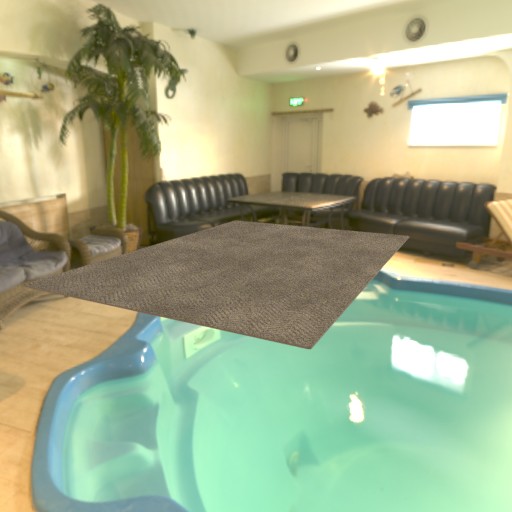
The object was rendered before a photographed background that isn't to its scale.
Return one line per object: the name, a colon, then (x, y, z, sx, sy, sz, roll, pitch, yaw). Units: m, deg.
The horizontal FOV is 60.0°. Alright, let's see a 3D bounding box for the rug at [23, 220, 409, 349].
rug: (0.000, 0.000, 2.924, 1.600, 0.008, 2.235, 7, 16, 26)
